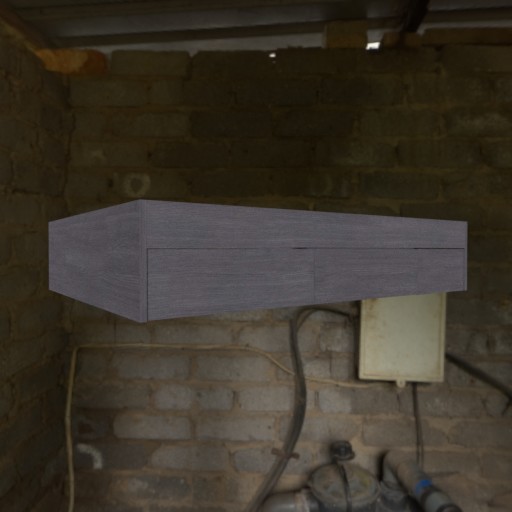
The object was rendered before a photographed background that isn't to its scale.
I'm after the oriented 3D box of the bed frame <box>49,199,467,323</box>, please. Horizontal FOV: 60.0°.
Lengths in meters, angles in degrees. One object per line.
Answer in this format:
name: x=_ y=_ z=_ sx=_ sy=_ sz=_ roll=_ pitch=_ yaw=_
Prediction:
bed frame: x=0.000 y=0.000 z=2.569 sx=1.944 sy=0.459 sz=1.448 roll=-1 pitch=1 yaw=-36
